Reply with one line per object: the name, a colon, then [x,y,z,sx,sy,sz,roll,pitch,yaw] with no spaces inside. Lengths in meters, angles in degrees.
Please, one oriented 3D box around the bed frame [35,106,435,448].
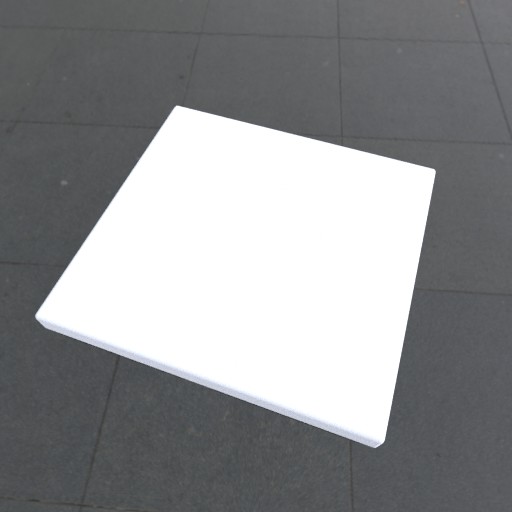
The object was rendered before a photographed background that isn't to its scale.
bed frame: [0.000,0.000,3.060,2.033,0.525,1.935,17,60,10]
